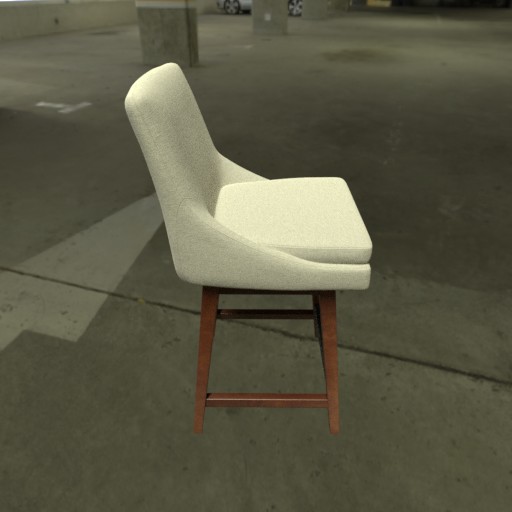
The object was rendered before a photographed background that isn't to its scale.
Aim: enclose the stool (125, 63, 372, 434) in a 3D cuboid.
[{"bbox_3d":[0.000,0.000,1.292,0.559,0.991,0.469,0,32,0],"label":"stool"}]
